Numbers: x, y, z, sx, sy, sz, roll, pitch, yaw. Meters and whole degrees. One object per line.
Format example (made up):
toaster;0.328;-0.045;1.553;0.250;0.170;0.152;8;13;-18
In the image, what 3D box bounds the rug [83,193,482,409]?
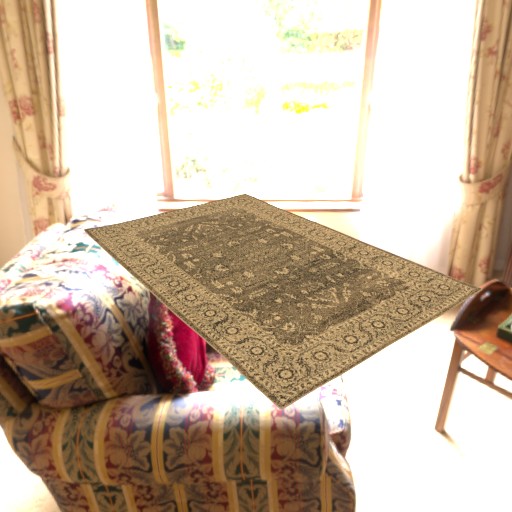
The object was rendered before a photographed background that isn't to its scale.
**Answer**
rug;0.000;0.000;2.336;1.209;0.019;1.828;-18;31;-33
